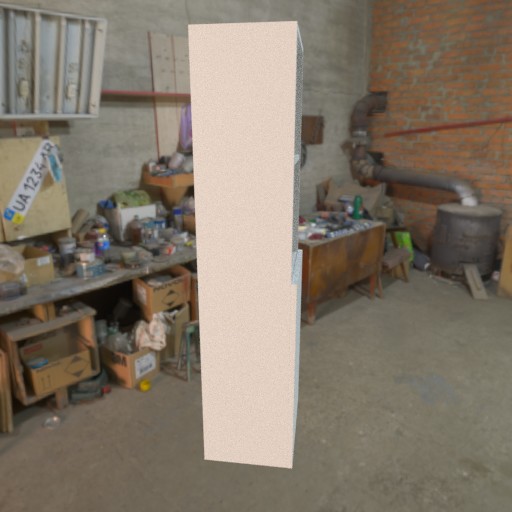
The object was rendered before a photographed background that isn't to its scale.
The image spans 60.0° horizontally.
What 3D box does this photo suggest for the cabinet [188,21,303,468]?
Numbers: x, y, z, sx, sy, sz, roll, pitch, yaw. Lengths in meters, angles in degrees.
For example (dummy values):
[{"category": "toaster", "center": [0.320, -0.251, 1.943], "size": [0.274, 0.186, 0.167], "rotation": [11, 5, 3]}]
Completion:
[{"category": "cabinet", "center": [0.000, 0.000, 1.506], "size": [0.300, 1.350, 0.400], "rotation": [2, 16, 8]}]
